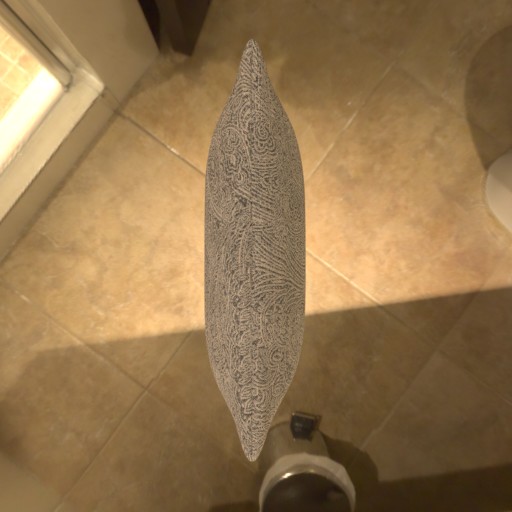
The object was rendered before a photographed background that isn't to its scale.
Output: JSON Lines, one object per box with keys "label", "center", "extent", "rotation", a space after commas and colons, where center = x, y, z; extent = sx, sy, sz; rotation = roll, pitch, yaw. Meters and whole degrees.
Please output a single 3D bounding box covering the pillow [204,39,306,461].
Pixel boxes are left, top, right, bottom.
{"label": "pillow", "center": [0.000, 0.000, 0.789], "extent": [0.166, 0.510, 0.523], "rotation": [0, 89, 0]}
